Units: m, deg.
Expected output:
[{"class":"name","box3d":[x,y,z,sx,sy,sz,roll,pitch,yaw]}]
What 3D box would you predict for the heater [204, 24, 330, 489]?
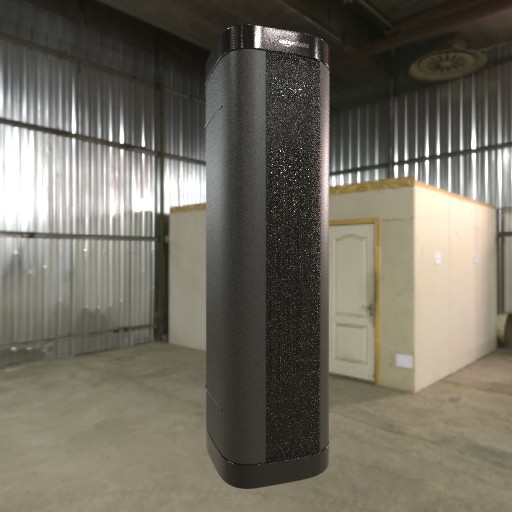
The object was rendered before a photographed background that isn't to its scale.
[{"class":"heater","box3d":[0.000,0.000,0.690,0.174,0.552,0.312,0,1,-18]}]
